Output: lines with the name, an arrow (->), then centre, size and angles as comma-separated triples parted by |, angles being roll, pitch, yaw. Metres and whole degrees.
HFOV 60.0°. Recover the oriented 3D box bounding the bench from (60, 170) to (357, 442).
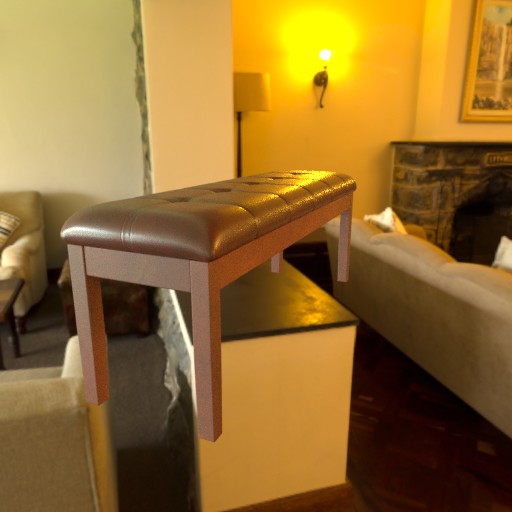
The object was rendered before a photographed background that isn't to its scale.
bench -> 0.000, 0.000, 1.501 | 0.401, 0.491, 1.259 | 7, 17, 24
